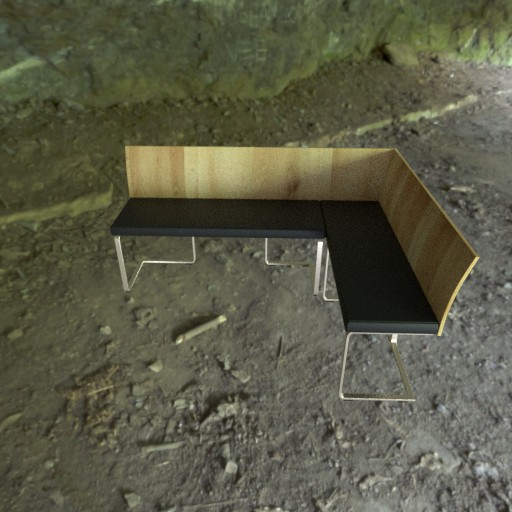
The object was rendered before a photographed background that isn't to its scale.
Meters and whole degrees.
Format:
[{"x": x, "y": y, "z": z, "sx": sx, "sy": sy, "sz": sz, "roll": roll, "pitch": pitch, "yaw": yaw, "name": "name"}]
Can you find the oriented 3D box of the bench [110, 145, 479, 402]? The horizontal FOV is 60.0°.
[{"x": 0.000, "y": 0.000, "z": 2.785, "sx": 1.945, "sy": 0.930, "sz": 1.495, "roll": 1, "pitch": 31, "yaw": 2, "name": "bench"}]
